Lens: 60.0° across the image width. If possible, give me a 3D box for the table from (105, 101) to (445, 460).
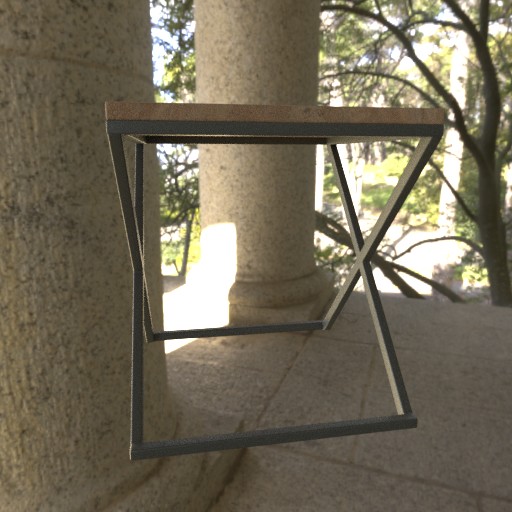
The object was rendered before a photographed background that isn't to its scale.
[{"bbox_3d":[0.000,0.000,0.928,0.499,0.550,0.498,-2,13,-10],"label":"table"}]
